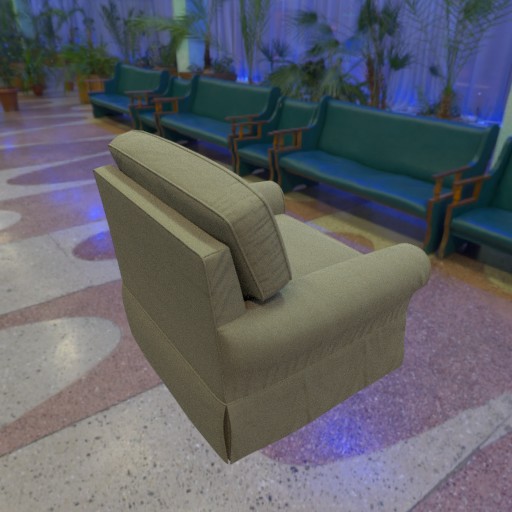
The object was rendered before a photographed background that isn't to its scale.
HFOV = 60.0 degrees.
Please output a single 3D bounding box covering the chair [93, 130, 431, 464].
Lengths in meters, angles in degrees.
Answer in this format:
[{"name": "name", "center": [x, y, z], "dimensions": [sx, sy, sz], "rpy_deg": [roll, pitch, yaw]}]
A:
[{"name": "chair", "center": [0.000, 0.000, 1.896], "dimensions": [0.988, 1.017, 1.135], "rpy_deg": [-19, 34, -30]}]
